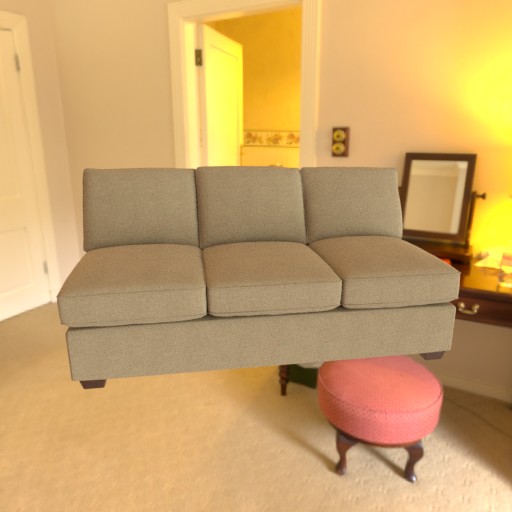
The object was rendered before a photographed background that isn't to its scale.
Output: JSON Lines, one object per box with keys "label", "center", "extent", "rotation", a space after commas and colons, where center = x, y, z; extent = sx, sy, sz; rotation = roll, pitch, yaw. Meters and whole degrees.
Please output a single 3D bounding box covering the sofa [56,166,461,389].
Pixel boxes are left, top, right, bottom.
{"label": "sofa", "center": [0.000, 0.000, 2.719], "extent": [2.092, 1.036, 1.127], "rotation": [-3, 16, -9]}
